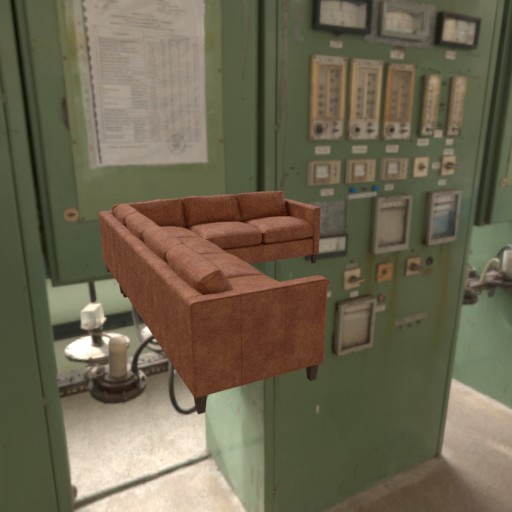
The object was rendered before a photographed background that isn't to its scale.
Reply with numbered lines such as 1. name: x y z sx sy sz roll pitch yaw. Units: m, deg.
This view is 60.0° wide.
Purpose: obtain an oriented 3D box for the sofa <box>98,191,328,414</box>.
1. sofa: 0.000 0.000 4.293 2.438 0.838 3.167 -8 18 -26
